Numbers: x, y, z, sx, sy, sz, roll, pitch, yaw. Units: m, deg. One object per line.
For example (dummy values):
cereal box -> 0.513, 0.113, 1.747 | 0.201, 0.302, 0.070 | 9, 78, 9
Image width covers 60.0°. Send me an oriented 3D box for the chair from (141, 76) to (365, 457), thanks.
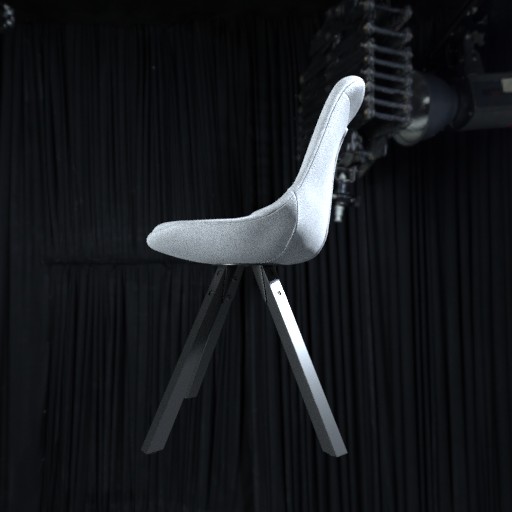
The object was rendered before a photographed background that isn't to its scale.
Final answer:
chair -> 0.000, 0.000, 1.166 | 0.550, 0.850, 0.485 | 0, -2, 1
